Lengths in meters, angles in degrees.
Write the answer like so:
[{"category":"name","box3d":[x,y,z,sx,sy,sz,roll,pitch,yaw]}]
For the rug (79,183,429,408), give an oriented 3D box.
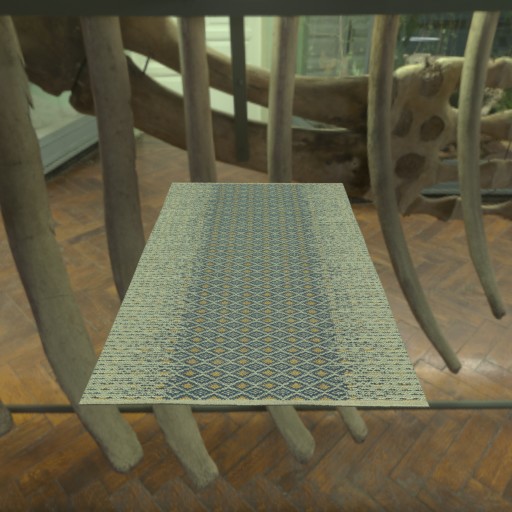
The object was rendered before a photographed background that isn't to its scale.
[{"category":"rug","box3d":[0.000,0.000,2.975,1.541,0.008,2.448,0,33,0]}]
